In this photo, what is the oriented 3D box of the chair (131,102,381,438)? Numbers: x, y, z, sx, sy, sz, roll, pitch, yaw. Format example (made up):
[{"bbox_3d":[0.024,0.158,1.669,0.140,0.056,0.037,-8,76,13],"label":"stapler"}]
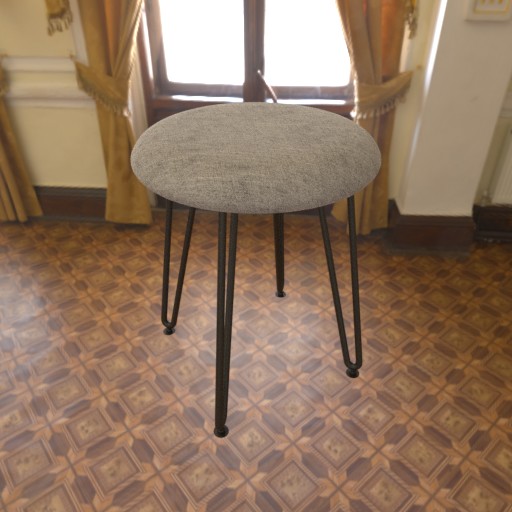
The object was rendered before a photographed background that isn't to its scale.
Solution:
[{"bbox_3d":[0.000,0.000,0.648,0.350,0.386,0.350,10,34,15],"label":"chair"}]
